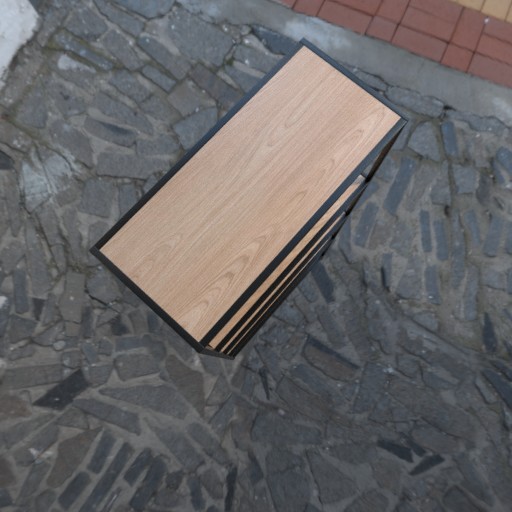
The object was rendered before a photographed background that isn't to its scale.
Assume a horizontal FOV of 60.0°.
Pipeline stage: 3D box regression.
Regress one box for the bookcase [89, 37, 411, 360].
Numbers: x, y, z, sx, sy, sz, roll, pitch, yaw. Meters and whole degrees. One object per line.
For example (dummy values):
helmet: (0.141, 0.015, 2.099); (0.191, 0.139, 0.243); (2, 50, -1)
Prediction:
bookcase: (0.000, 0.000, 1.788); (0.350, 1.500, 0.770); (41, 80, 9)
